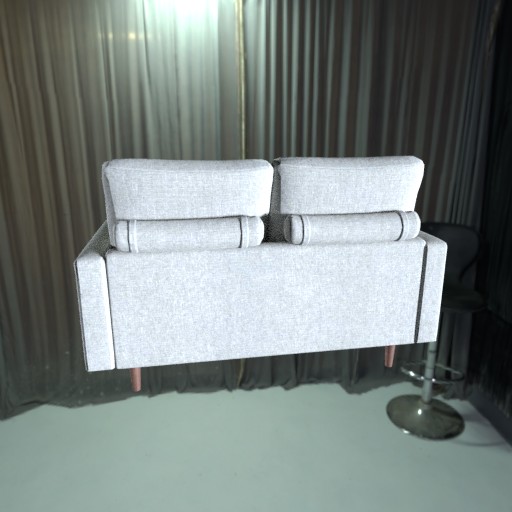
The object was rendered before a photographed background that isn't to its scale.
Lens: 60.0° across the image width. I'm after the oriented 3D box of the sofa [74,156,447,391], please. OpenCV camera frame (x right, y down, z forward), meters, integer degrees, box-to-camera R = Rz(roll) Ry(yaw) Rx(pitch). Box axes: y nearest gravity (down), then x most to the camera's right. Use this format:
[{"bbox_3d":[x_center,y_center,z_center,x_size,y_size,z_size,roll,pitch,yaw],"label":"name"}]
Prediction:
[{"bbox_3d":[0.000,0.000,2.019,1.407,0.907,0.842,-3,16,-10],"label":"sofa"}]
